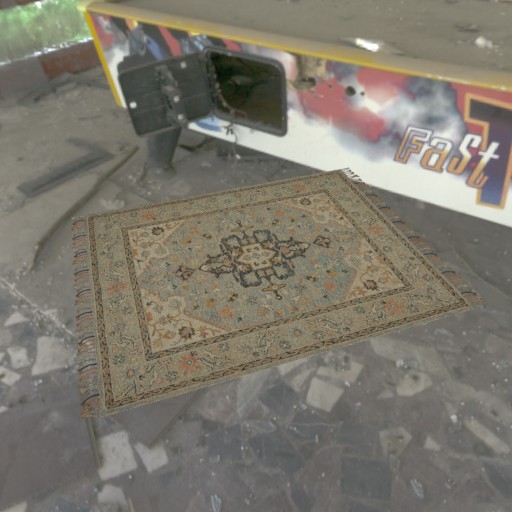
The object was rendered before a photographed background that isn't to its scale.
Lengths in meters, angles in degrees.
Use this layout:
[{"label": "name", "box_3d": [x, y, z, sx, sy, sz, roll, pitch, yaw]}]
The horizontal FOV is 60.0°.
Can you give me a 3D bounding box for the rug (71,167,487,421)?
[{"label": "rug", "box_3d": [0.000, 0.000, 3.376, 2.651, 0.010, 1.971, -13, 42, -14]}]
